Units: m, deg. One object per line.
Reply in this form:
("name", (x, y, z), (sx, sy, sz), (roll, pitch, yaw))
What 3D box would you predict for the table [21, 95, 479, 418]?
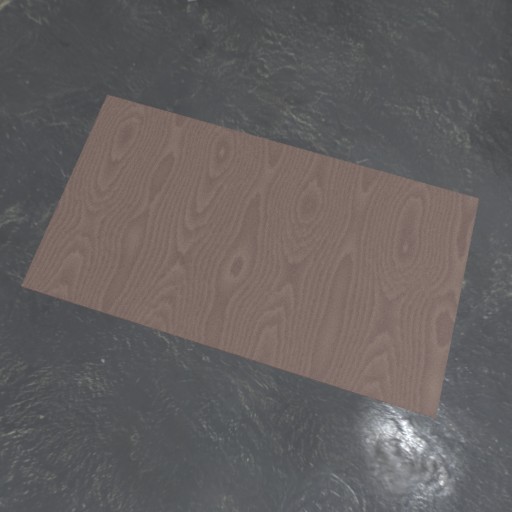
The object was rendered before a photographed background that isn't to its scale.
("table", (0.000, 0.000, 1.460), (1.197, 0.347, 0.651), (17, 76, 4))
